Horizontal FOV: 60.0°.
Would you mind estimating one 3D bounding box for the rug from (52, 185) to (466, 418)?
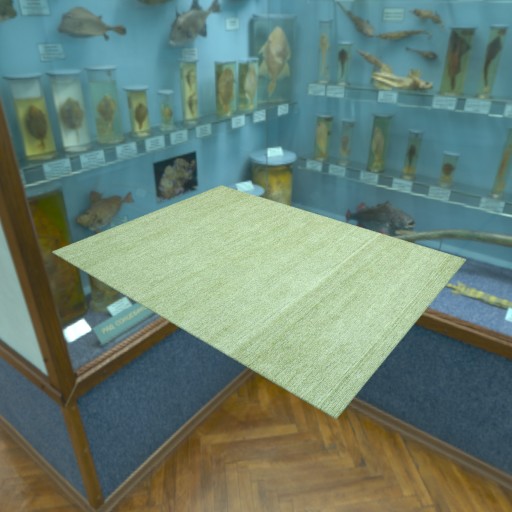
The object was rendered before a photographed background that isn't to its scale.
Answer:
[{"bbox_3d":[0.000,0.000,4.289,3.198,0.016,2.425,22,36,34],"label":"rug"}]
